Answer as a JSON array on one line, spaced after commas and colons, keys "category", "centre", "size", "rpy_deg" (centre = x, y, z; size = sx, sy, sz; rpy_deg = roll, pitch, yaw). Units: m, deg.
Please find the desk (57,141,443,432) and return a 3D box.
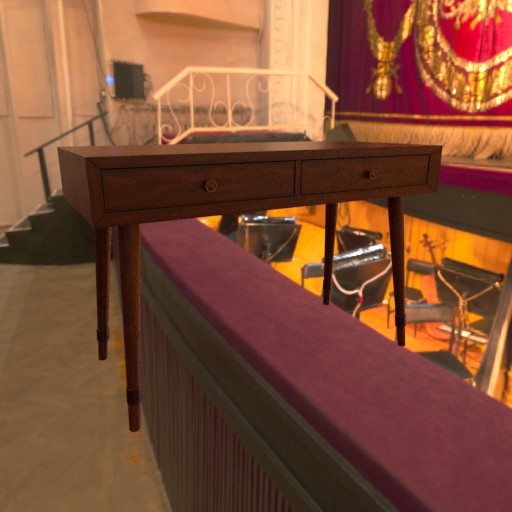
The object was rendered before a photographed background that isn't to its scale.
[{"category": "desk", "centre": [0.000, 0.000, 2.139], "size": [1.577, 1.031, 0.734], "rpy_deg": [-9, 19, -28]}]
